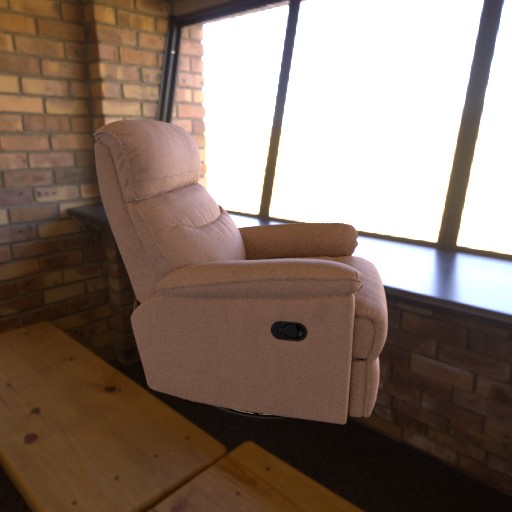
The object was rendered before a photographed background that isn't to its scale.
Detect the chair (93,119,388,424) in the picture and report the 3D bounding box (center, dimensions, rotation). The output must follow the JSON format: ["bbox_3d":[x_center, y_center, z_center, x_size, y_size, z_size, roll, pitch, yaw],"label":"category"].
[{"bbox_3d":[0.000,0.000,1.755,1.004,1.037,0.820,3,15,11],"label":"chair"}]
